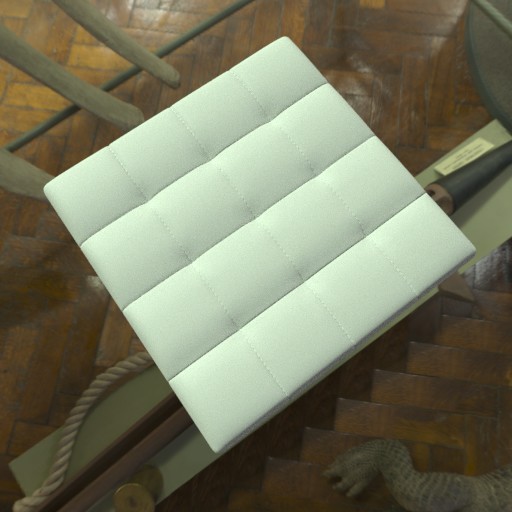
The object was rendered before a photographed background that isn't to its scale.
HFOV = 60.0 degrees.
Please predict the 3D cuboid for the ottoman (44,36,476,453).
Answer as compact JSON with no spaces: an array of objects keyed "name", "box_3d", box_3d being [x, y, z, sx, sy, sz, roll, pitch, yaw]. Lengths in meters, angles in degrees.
[{"name":"ottoman","box_3d":[0.000,0.000,0.787,0.425,0.432,0.425,-35,78,-9]}]
